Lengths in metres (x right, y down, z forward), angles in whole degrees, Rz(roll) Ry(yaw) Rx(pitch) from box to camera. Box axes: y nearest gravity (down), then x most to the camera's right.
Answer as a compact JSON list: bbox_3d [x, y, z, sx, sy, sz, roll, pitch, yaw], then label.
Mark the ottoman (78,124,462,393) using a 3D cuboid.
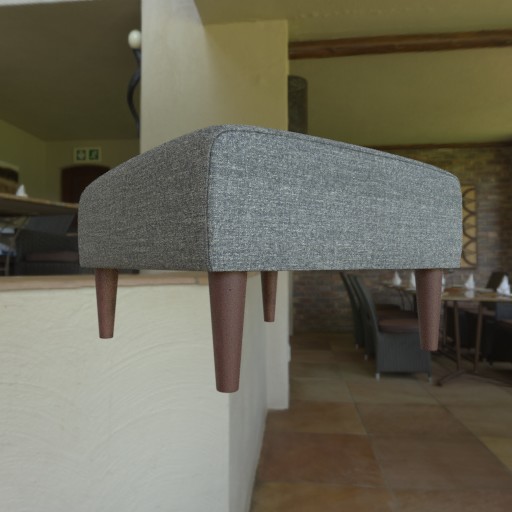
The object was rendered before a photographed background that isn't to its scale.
[{"bbox_3d":[0.000,0.000,1.016,0.648,0.399,0.655,1,-1,-36],"label":"ottoman"}]
